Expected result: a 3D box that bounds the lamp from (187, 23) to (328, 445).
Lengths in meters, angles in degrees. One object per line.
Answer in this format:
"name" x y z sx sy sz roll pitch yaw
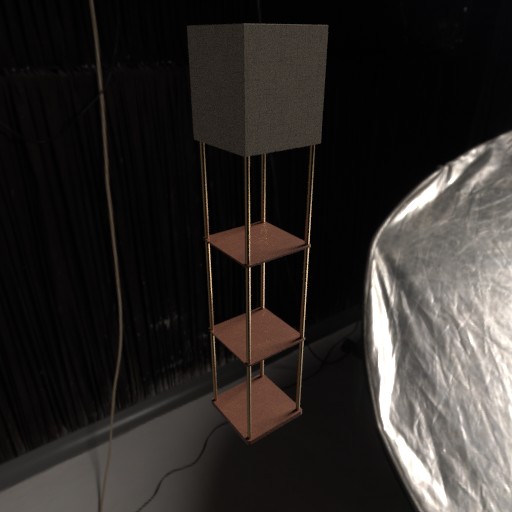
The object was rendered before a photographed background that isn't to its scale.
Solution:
"lamp" 0.000 0.000 1.700 0.308 1.569 0.310 -18 32 -32
